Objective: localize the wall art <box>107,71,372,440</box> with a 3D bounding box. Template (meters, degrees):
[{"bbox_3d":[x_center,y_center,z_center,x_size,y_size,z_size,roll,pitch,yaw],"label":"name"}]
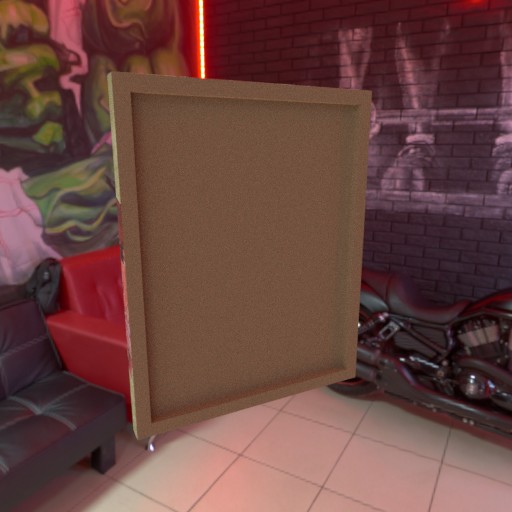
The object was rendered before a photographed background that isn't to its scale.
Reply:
[{"bbox_3d":[0.000,0.000,0.695,0.406,0.508,0.028,-7,15,-26],"label":"wall art"}]
